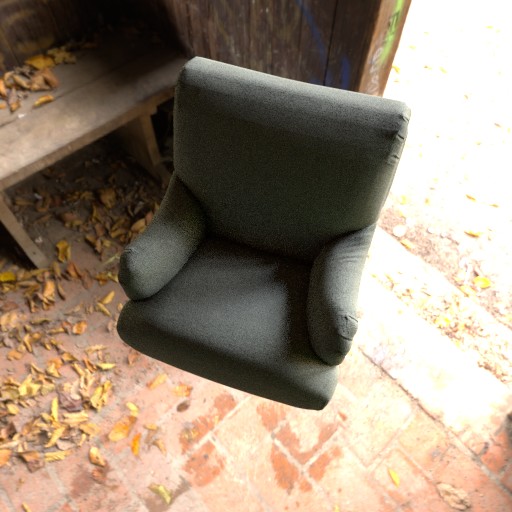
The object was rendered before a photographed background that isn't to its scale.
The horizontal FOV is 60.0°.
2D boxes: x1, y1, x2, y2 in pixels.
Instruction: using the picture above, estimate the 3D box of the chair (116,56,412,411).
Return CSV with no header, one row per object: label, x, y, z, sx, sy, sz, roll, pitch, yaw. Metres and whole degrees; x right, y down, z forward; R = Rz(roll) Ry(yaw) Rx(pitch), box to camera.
chair,0.000,0.000,1.952,0.964,1.178,1.060,16,60,10
